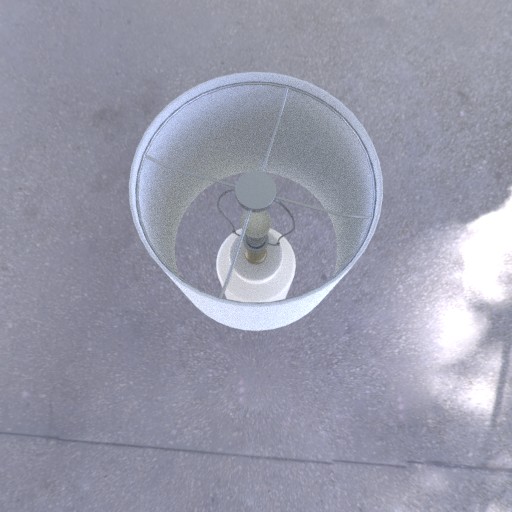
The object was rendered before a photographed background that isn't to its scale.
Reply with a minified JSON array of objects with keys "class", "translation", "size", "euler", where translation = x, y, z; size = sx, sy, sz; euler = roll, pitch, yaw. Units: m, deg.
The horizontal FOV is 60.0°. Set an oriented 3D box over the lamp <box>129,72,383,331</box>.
[{"class":"lamp","translation":[0.000,0.000,0.608],"size":[0.212,0.493,0.212],"euler":[16,76,4]}]
